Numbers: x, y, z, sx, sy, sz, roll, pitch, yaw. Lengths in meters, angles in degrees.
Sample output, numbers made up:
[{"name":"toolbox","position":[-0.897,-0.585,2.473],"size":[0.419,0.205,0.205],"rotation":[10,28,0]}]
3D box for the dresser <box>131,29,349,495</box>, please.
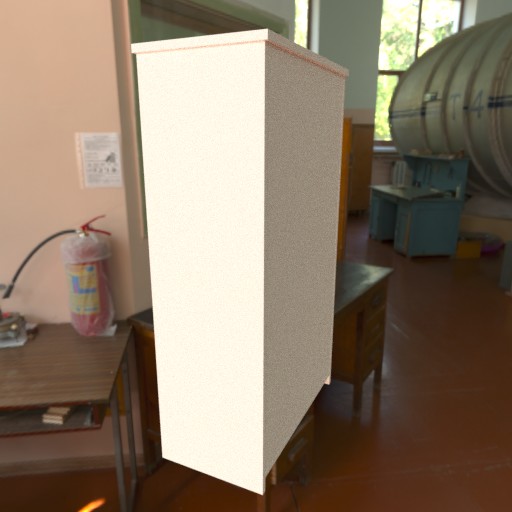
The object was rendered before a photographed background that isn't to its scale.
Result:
[{"name":"dresser","position":[0.000,0.000,1.528],"size":[0.399,1.255,0.704],"rotation":[7,17,25]}]
